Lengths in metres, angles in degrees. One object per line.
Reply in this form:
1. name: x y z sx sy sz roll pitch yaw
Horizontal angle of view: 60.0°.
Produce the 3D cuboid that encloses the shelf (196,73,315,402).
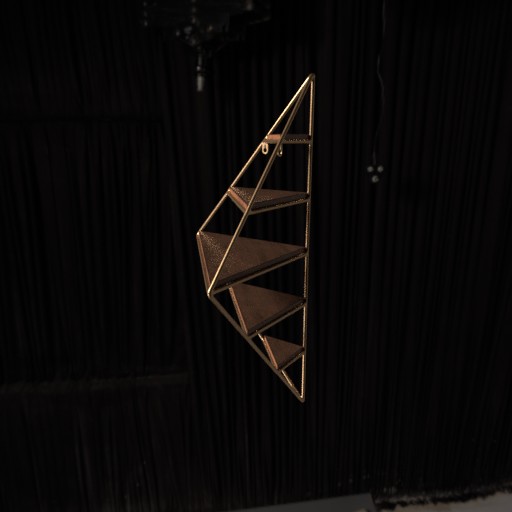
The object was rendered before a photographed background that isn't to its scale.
1. shelf: 0.000 0.000 1.181 0.294 0.913 0.564 -3 15 -9
